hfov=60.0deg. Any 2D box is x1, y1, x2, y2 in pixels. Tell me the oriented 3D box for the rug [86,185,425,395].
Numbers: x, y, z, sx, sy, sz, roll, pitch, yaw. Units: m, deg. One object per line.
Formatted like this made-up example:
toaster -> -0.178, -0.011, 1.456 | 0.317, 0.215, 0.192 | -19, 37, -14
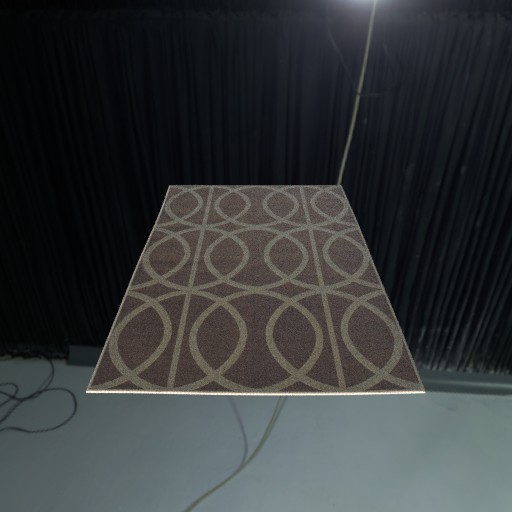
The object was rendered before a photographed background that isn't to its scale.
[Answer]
rug -> 0.000, 0.000, 2.934 | 1.526, 0.014, 2.290 | 0, 33, 0
